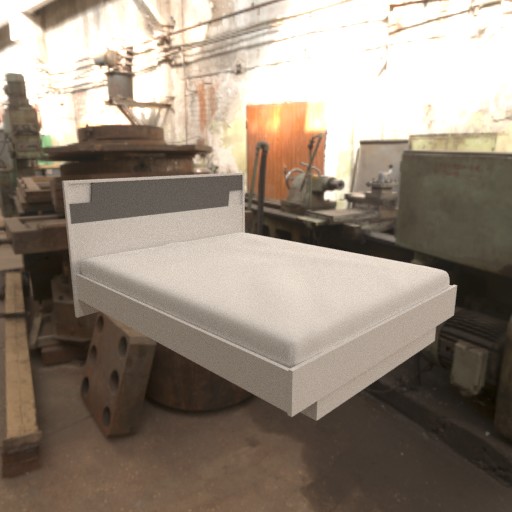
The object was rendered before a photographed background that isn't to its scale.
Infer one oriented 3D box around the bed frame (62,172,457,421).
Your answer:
[{"bbox_3d":[0.000,0.000,3.049,1.711,1.001,2.100,-13,19,-43],"label":"bed frame"}]
